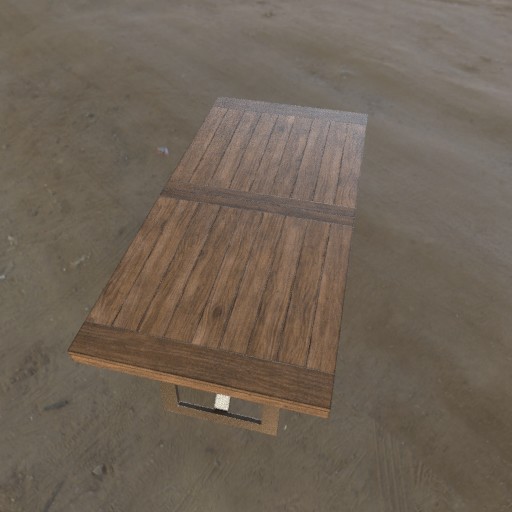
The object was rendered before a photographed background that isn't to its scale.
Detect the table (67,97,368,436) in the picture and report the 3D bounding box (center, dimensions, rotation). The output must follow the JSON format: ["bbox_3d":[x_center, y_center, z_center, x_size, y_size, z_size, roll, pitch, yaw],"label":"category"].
[{"bbox_3d":[0.000,0.000,2.384,0.931,0.757,1.867,10,48,9],"label":"table"}]
